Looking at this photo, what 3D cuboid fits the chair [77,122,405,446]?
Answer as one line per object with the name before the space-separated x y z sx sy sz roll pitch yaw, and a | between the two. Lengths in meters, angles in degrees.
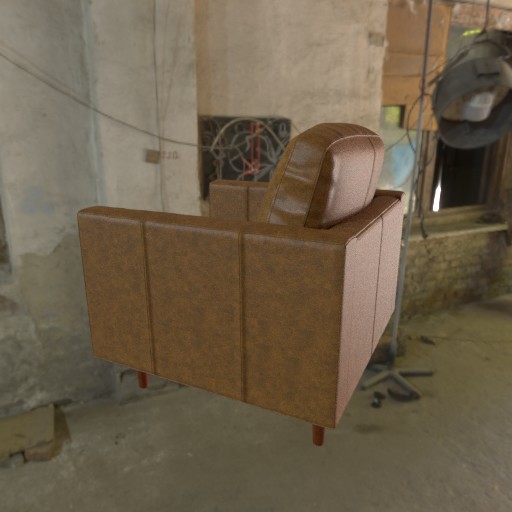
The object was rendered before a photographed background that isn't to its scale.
chair | 0.000 0.000 1.659 0.909 0.956 0.890 8 19 25
